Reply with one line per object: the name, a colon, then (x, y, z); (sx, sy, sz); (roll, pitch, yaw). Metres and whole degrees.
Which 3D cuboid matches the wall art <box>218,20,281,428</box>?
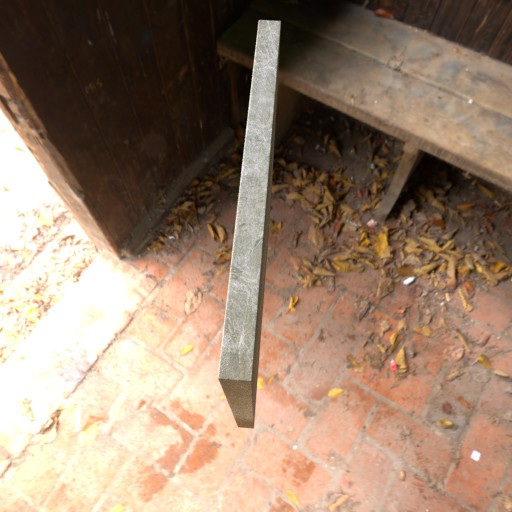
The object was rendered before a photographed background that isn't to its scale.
wall art: (0.000, 0.000, 0.907); (0.038, 0.610, 0.610); (4, 64, 2)
